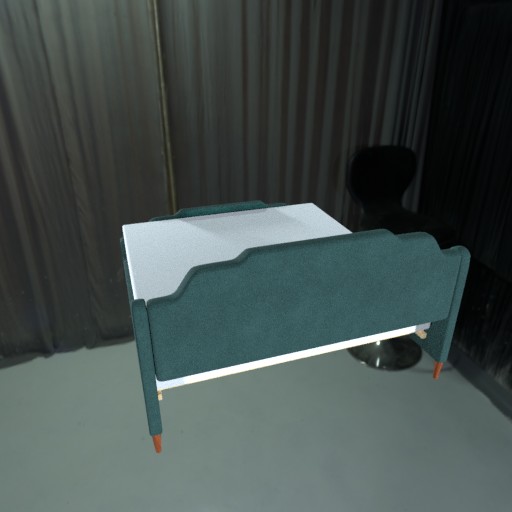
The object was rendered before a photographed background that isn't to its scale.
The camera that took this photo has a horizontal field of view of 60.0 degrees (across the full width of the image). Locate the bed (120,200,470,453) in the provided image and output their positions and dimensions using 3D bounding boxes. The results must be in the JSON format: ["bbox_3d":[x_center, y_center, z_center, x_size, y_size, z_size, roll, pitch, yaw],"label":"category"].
[{"bbox_3d":[0.000,0.000,3.638,2.074,1.245,2.340,-9,28,-17],"label":"bed"}]
